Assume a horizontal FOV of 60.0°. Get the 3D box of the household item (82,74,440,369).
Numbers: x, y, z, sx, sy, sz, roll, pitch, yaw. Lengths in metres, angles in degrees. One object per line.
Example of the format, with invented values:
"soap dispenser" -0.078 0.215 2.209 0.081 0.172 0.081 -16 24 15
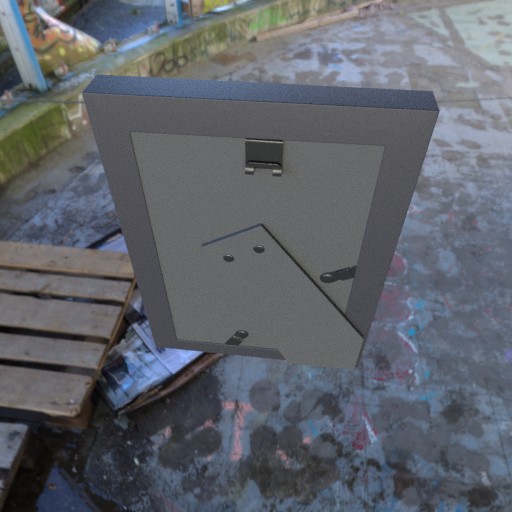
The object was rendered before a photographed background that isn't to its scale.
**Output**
"household item" 0.000 0.000 0.231 0.133 0.178 0.022 5 46 5
